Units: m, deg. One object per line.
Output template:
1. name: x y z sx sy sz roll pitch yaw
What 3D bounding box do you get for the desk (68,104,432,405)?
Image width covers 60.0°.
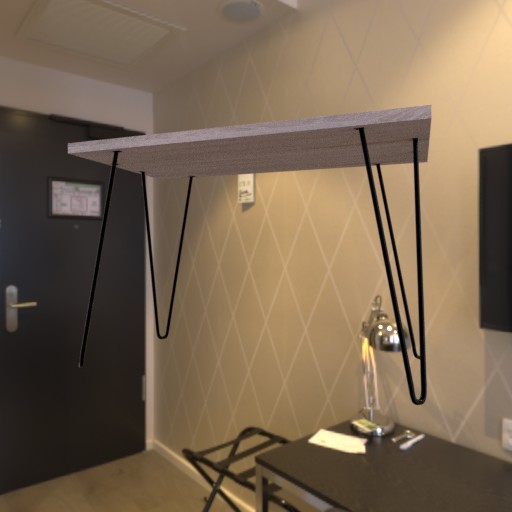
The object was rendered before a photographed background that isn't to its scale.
1. desk: 0.000 0.000 1.364 0.991 0.660 0.499 0 1 20
